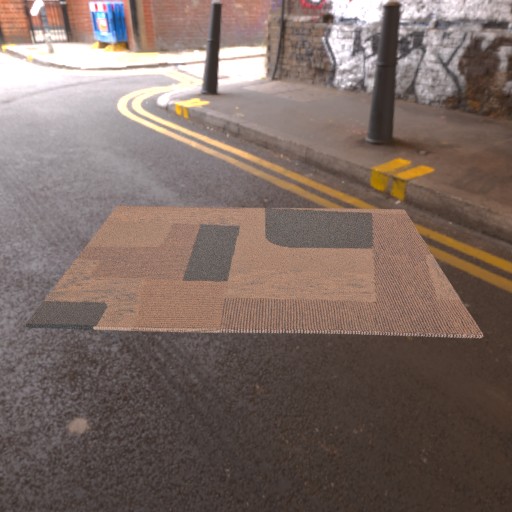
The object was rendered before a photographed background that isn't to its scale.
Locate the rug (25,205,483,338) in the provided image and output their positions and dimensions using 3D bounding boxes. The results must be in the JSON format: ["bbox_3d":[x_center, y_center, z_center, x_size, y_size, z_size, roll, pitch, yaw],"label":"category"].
[{"bbox_3d":[0.000,0.000,2.313,1.847,0.020,1.238,1,30,2],"label":"rug"}]
